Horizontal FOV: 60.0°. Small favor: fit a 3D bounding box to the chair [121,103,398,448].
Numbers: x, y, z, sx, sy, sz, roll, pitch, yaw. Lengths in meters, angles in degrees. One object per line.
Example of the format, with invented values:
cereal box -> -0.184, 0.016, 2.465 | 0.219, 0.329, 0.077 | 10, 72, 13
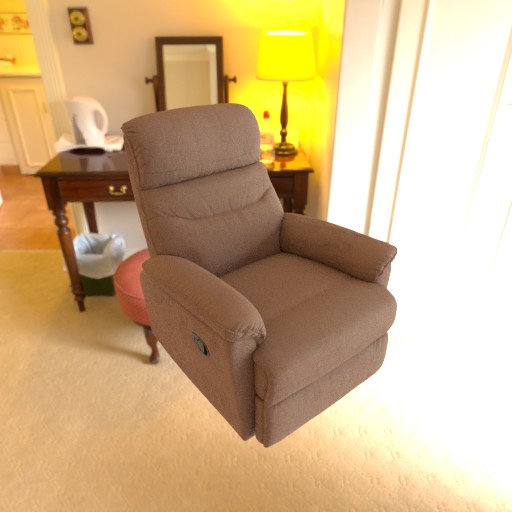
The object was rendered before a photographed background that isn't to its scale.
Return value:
chair -> 0.000, 0.000, 1.786 | 0.820, 1.037, 1.004 | -22, 36, -33
